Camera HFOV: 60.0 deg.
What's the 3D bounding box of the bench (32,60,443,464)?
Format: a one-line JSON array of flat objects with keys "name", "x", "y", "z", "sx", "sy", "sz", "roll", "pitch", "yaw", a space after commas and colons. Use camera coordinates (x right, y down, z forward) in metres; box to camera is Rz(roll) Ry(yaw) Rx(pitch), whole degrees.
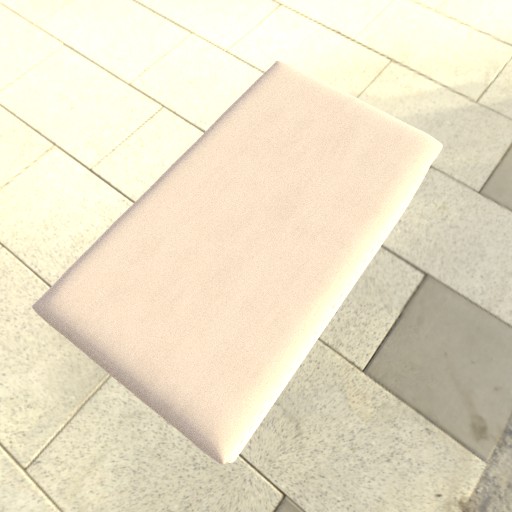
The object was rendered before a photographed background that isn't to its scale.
[{"name": "bench", "x": 0.000, "y": 0.000, "z": 1.170, "sx": 0.500, "sy": 0.449, "sz": 0.887, "roll": 33, "pitch": 69, "yaw": 15}]
